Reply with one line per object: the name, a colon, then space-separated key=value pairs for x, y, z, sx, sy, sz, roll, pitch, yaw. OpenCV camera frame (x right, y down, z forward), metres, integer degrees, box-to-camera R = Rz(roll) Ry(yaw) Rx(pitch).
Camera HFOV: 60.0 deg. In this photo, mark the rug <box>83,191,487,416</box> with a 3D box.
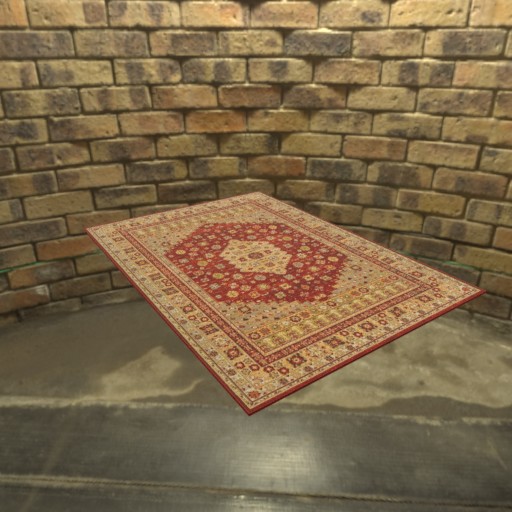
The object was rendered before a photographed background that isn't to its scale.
rug: x=0.000 y=0.000 z=2.876 sx=1.593 sy=0.013 sz=2.211 roll=-17 pitch=31 yaw=-31
